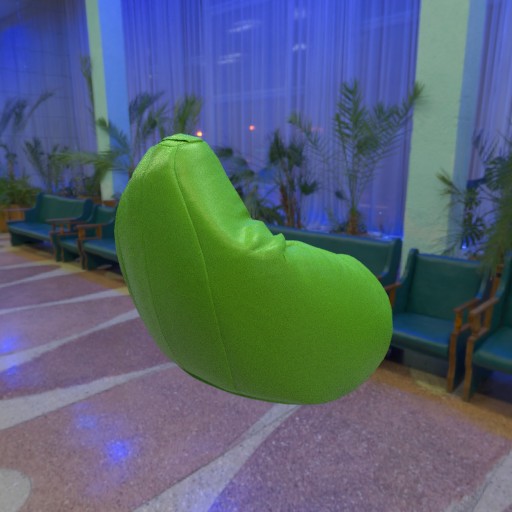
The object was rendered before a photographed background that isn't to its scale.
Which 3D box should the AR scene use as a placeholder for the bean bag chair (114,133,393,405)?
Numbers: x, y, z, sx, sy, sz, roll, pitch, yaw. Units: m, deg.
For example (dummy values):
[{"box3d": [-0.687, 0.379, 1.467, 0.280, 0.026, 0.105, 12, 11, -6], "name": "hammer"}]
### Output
[{"box3d": [0.000, 0.000, 1.888, 1.070, 0.990, 1.070, -13, 19, -43], "name": "bean bag chair"}]
